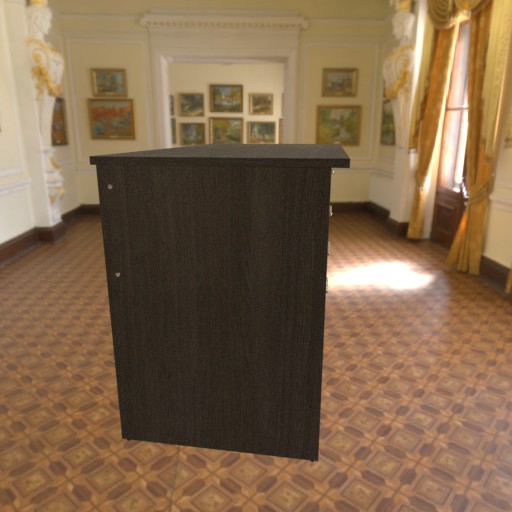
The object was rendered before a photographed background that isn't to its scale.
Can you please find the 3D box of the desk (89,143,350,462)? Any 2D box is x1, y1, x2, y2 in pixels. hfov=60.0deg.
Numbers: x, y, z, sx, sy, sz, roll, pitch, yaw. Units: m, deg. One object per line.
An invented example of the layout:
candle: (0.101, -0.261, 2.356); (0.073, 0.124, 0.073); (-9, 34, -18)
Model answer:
desk: (0.000, 0.000, 1.543); (0.560, 0.730, 1.096); (3, 16, 9)
